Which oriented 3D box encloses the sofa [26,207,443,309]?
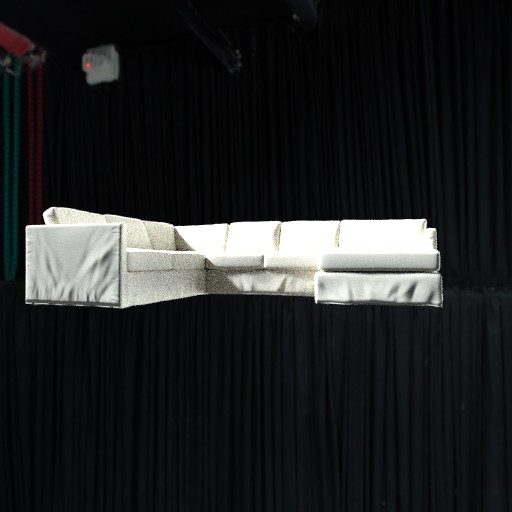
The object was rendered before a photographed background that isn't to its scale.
[{"bbox_3d":[0.000,0.000,4.454,3.460,0.882,2.427,0,-1,19],"label":"sofa"}]
